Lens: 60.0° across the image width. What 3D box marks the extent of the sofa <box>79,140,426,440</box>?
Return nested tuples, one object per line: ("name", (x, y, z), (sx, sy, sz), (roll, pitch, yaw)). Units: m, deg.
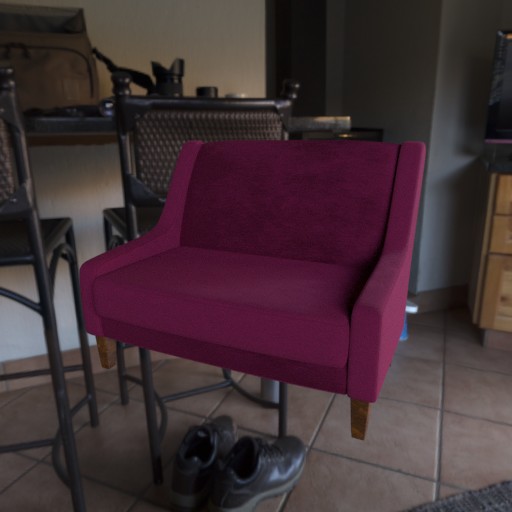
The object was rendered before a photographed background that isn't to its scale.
("sofa", (0.000, 0.000, 1.935), (1.242, 0.976, 0.946), (7, 16, 24))
